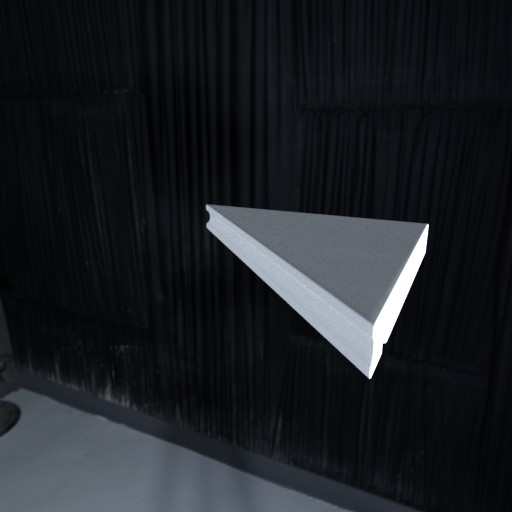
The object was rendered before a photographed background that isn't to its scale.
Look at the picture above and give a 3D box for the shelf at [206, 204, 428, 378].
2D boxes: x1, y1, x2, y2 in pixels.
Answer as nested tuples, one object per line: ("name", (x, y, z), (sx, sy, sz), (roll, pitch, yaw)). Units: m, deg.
("shelf", (0.000, 0.000, 0.444), (0.296, 0.035, 0.296), (8, 19, 24))
